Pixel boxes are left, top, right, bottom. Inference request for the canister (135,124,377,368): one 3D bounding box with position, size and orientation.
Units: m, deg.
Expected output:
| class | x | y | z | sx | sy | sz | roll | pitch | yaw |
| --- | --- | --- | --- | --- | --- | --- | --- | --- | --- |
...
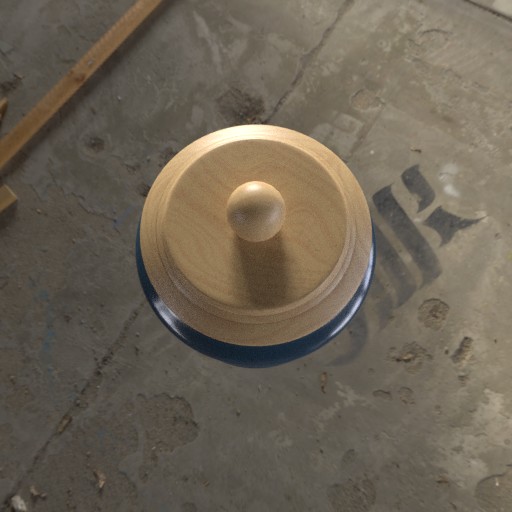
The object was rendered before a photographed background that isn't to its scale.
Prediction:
| class | x | y | z | sx | sy | sz | roll | pitch | yaw |
| --- | --- | --- | --- | --- | --- | --- | --- | --- | --- |
| canister | 0.000 | 0.000 | 0.267 | 0.130 | 0.176 | 0.130 | 0 | 75 | 0 |
